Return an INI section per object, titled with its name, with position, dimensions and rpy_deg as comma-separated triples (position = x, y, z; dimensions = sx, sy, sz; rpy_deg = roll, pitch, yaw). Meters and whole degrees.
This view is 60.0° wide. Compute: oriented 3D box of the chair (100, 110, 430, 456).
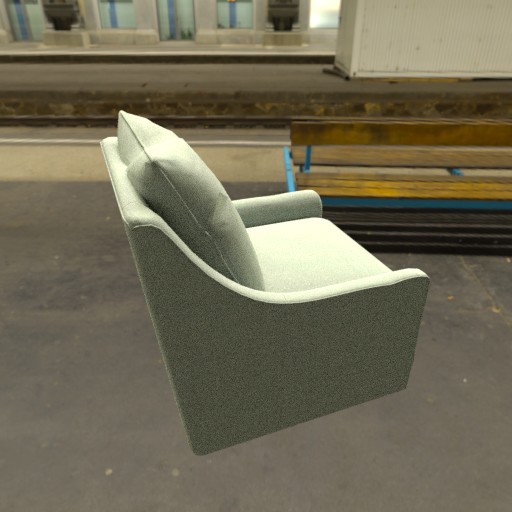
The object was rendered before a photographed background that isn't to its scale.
[chair]
position = 0.000, 0.000, 1.532
dimensions = 0.870, 0.926, 0.760
rpy_deg = -11, 31, -18
